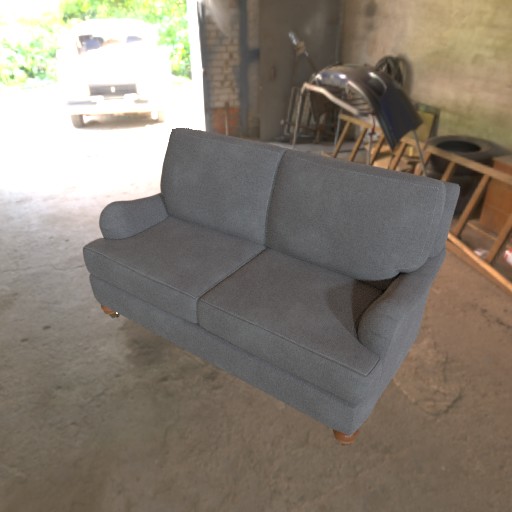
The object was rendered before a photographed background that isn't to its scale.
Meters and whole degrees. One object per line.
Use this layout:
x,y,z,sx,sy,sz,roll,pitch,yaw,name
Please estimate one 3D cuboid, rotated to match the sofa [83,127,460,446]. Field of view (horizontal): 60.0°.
0.000,0.000,2.526,1.853,1.101,1.084,20,36,29,sofa
